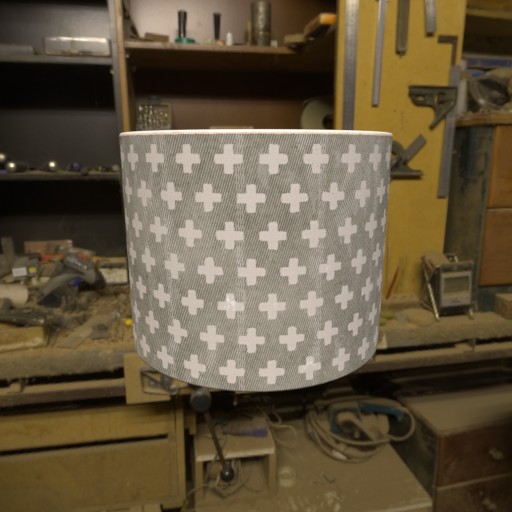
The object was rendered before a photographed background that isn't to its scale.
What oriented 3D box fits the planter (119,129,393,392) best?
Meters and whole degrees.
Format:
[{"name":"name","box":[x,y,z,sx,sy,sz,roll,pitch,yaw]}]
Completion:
[{"name":"planter","box":[0.000,0.000,0.343,0.190,0.181,0.190,0,14,0]}]
